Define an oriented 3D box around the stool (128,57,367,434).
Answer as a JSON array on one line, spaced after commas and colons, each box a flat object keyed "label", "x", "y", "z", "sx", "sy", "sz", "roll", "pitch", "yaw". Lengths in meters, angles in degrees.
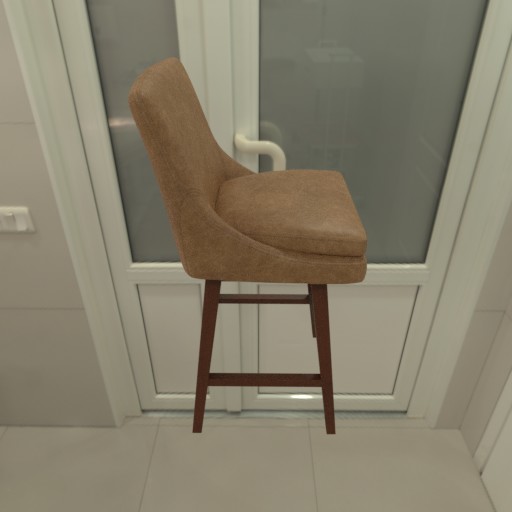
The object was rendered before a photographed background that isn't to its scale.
[{"label": "stool", "x": 0.000, "y": 0.000, "z": 1.374, "sx": 0.572, "sy": 1.079, "sz": 0.487, "roll": 0, "pitch": 33, "yaw": 0}]
